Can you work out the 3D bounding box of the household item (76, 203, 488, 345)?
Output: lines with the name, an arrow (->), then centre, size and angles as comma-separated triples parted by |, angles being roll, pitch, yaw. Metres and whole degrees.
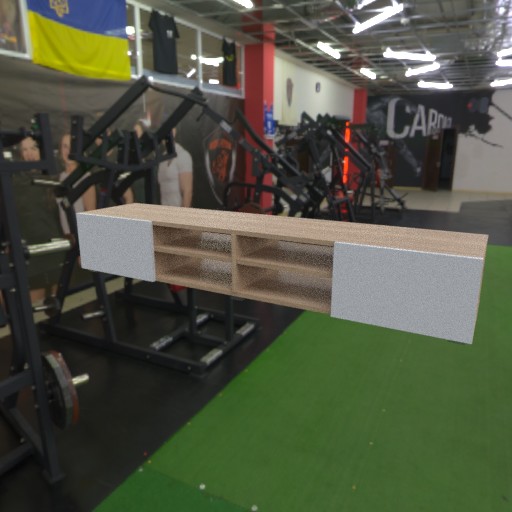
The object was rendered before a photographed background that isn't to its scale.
household item -> 0.000, 0.000, 2.032 | 1.850, 0.310, 0.420 | 8, 17, 28
